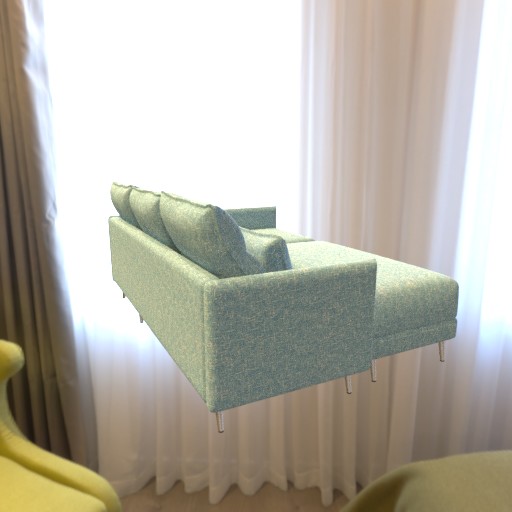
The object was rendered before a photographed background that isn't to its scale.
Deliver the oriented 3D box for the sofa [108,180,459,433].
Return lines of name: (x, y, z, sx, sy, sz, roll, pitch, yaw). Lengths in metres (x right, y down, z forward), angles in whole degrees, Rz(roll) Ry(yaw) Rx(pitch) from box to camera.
sofa: (0.000, 0.000, 2.740, 1.420, 0.899, 2.034, -6, 14, -27)
